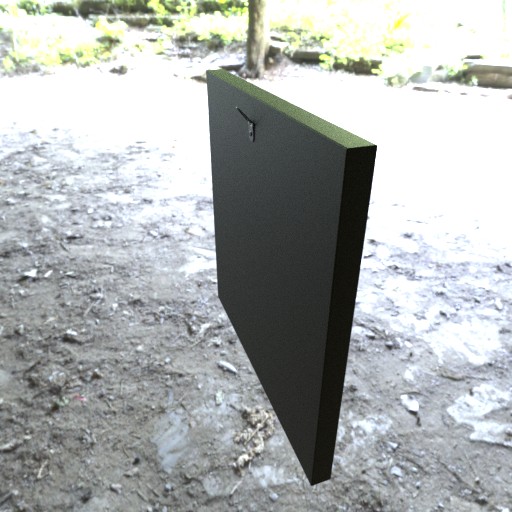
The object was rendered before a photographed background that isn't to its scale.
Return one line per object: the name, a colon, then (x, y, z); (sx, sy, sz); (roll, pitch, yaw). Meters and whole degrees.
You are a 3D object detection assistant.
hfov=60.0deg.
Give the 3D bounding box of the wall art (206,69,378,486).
wall art: (0.000, 0.000, 0.504); (0.038, 0.349, 0.349); (-10, 32, -17)
